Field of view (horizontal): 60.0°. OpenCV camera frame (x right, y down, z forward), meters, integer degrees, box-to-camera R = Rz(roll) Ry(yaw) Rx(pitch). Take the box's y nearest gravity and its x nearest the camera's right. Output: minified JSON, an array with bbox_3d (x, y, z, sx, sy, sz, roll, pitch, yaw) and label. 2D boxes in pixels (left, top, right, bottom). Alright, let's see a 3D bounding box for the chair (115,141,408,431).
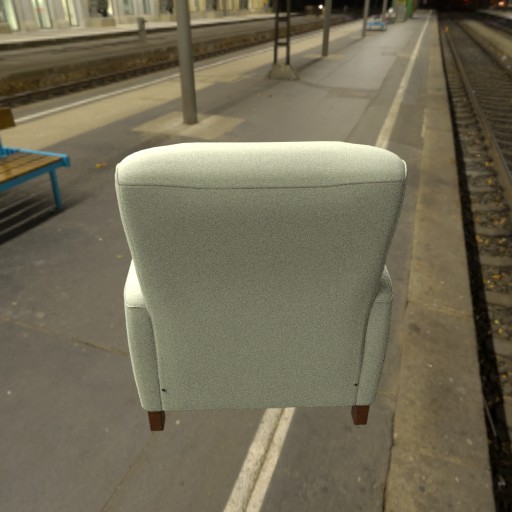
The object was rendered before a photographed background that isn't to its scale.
[{"bbox_3d":[0.000,0.000,1.594,0.853,1.007,0.846,-1,30,-2],"label":"chair"}]
